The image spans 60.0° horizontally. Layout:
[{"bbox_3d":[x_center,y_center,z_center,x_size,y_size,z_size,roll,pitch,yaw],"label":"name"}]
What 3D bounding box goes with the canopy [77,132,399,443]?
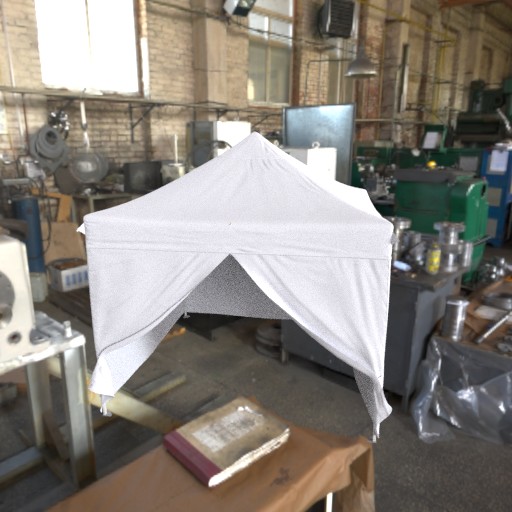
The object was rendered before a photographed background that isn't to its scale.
[{"bbox_3d":[0.000,0.000,5.542,3.043,2.997,3.121,2,15,9],"label":"canopy"}]
